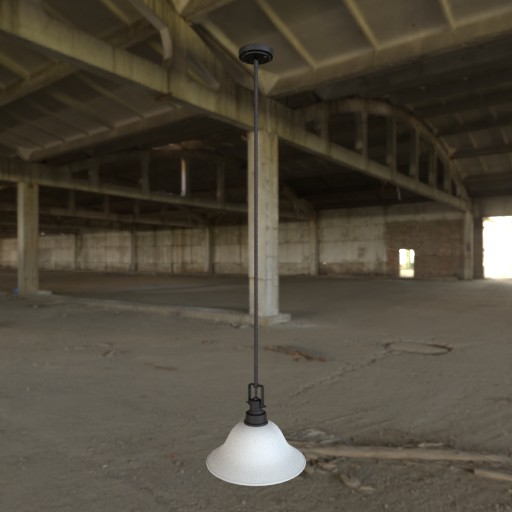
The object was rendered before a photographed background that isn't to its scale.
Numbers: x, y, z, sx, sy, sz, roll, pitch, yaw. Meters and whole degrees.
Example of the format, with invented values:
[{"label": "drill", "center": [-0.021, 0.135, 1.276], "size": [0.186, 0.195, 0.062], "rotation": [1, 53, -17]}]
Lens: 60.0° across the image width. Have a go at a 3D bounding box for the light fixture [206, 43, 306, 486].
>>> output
[{"label": "light fixture", "center": [0.000, 0.000, 1.450], "size": [0.324, 1.337, 0.324], "rotation": [0, 0, 36]}]
